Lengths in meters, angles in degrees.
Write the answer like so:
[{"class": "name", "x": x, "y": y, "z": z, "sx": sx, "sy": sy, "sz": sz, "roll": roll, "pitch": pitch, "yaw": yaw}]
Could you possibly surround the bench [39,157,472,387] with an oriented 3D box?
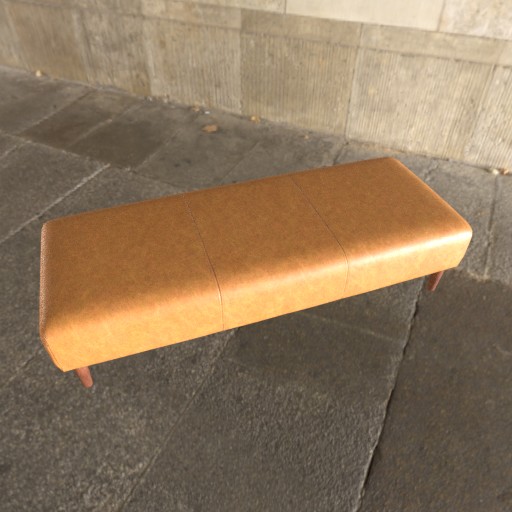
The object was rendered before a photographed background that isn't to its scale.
[{"class": "bench", "x": 0.000, "y": 0.000, "z": 1.855, "sx": 1.610, "sy": 0.399, "sz": 0.653, "roll": -13, "pitch": 44, "yaw": -14}]
